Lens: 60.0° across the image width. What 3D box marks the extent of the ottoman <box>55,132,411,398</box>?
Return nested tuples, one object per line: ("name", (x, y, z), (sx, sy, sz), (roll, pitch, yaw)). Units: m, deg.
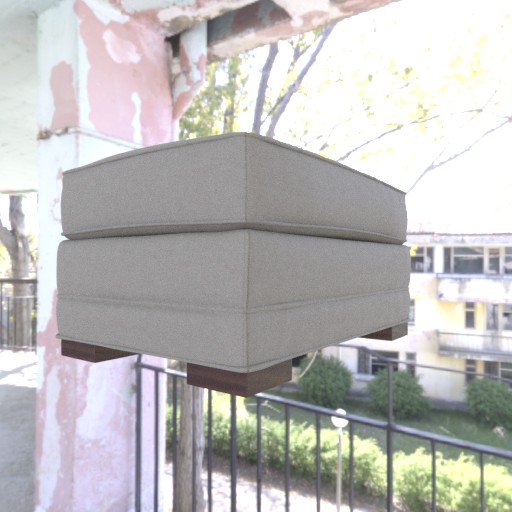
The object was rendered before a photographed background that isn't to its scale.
("ottoman", (0.000, 0.000, 1.214), (0.611, 0.482, 0.848), (-1, -1, 37))
